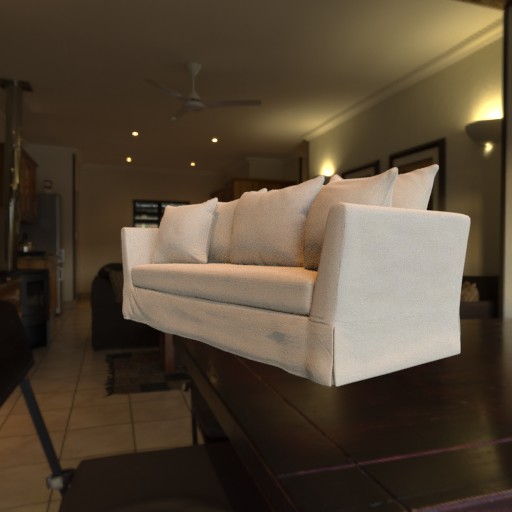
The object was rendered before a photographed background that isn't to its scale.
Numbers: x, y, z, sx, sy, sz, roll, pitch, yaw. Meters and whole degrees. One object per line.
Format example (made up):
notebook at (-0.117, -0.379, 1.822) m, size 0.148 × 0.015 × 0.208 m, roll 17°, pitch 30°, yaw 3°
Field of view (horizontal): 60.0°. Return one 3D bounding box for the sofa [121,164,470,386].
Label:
sofa at (0.000, 0.000, 3.039) m, size 1.046 × 1.047 × 2.499 m, roll -1°, pitch 1°, yaw -37°
